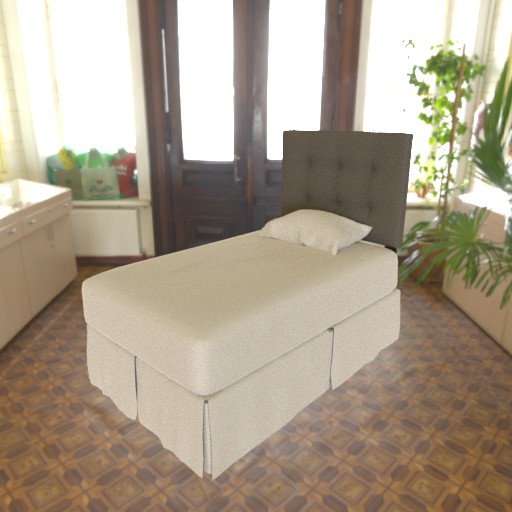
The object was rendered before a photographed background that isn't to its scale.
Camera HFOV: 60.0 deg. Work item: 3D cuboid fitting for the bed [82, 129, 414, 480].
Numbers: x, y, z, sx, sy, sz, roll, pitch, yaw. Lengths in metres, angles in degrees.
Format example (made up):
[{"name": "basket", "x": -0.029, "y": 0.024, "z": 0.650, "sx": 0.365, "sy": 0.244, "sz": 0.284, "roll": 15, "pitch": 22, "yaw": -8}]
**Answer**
[{"name": "bed", "x": 0.000, "y": 0.000, "z": 2.966, "sx": 1.261, "sy": 1.571, "sz": 1.997, "roll": 16, "pitch": 24, "yaw": 41}]
